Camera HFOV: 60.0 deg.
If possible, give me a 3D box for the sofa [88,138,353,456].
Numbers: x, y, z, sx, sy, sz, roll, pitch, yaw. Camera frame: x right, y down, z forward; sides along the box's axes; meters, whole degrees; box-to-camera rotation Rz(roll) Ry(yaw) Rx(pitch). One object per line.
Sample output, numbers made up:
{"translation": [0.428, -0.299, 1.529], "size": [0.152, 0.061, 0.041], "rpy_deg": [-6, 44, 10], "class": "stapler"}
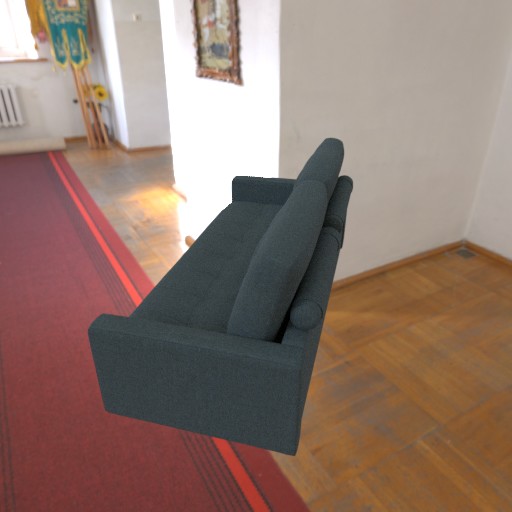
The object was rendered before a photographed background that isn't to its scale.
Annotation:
{"translation": [0.000, 0.000, 2.610], "size": [0.966, 1.050, 2.010], "rpy_deg": [8, 30, 13], "class": "sofa"}
